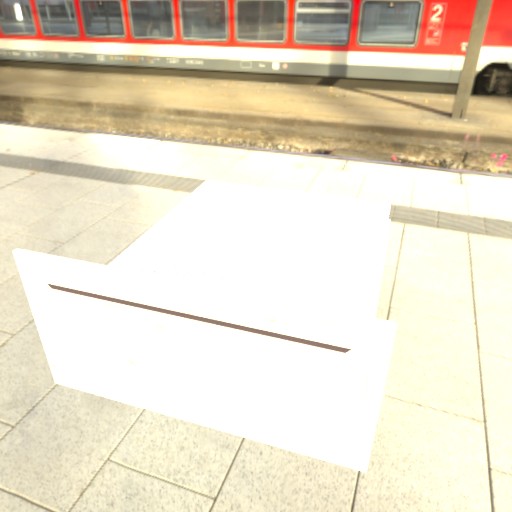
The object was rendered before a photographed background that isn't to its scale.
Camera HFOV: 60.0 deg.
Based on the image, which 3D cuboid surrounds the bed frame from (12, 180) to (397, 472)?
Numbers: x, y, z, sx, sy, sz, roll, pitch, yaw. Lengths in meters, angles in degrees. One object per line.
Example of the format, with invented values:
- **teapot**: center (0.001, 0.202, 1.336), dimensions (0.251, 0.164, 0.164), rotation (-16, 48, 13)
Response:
- **bed frame**: center (0.000, 0.000, 2.980), dimensions (1.800, 0.900, 2.080), rotation (10, 32, 16)
